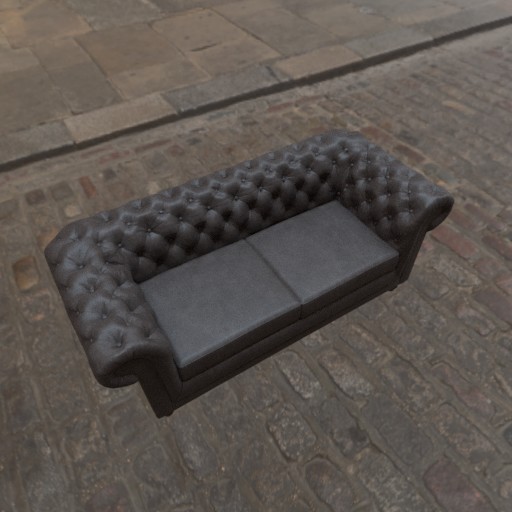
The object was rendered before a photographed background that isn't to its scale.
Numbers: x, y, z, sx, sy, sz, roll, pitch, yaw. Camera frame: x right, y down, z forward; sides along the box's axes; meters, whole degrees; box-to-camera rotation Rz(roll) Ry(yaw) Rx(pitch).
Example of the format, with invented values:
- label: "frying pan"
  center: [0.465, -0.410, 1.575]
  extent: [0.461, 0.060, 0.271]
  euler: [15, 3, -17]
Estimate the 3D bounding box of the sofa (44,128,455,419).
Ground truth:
- label: "sofa"
  center: [0.000, 0.000, 2.553]
  extent: [2.048, 0.779, 0.944]
  euler: [-24, 51, -22]
